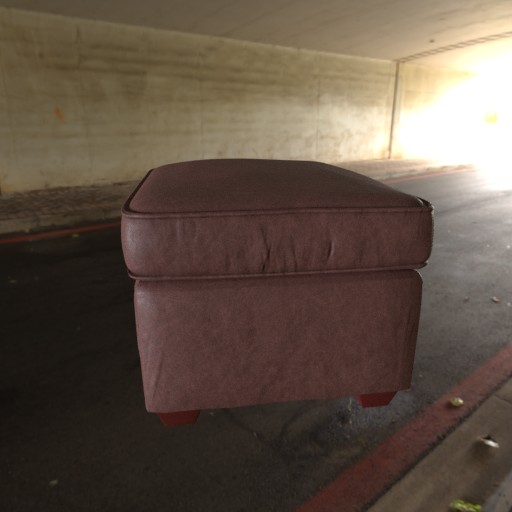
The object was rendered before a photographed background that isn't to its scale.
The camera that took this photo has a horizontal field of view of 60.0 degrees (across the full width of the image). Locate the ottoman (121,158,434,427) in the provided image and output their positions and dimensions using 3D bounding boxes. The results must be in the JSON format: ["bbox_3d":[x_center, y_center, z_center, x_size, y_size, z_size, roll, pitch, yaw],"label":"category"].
[{"bbox_3d":[0.000,0.000,1.104,0.548,0.449,0.749,-3,17,-8],"label":"ottoman"}]
